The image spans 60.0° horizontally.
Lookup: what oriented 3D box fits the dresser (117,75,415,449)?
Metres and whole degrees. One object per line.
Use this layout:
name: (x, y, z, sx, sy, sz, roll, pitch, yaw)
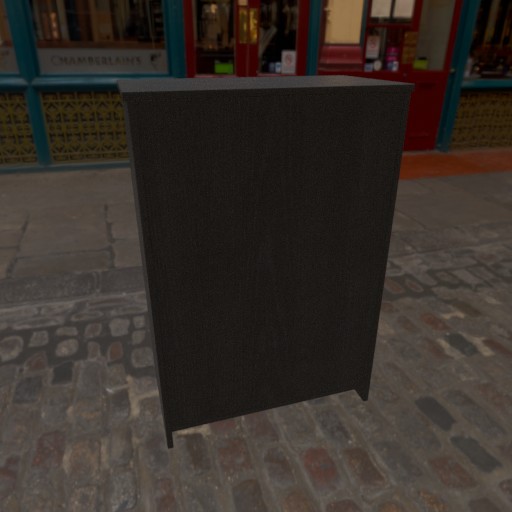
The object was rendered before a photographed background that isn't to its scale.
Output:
dresser: (0.000, 0.000, 1.389, 0.700, 1.020, 0.398, -8, 26, -16)
